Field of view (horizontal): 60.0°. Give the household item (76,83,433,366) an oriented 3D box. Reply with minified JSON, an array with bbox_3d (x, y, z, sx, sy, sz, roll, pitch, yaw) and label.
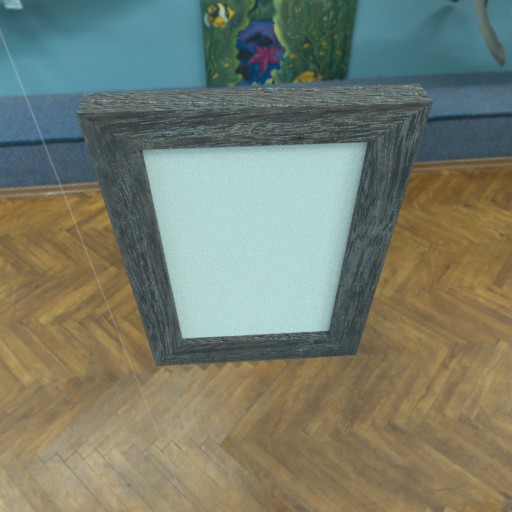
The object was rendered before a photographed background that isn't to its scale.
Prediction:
[{"bbox_3d":[0.000,0.000,0.237,0.133,0.180,0.020,-3,46,-2],"label":"household item"}]
